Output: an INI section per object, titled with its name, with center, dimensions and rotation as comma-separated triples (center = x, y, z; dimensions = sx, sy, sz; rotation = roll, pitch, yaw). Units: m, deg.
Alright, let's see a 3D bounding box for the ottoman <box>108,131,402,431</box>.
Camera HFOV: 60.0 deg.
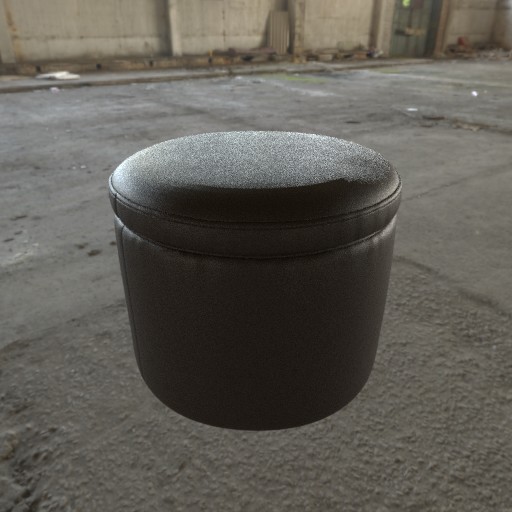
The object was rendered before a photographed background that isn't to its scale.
[ottoman]
center = 0.000, 0.000, 0.852
dimensions = 0.500, 0.409, 0.500
rotation = 0, 27, 0
